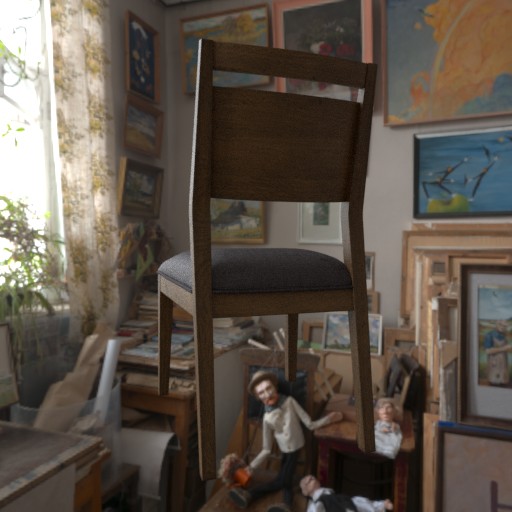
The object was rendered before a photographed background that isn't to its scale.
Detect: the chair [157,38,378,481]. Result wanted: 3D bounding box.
[{"bbox_3d":[0.000,0.000,1.265,0.501,0.939,0.610,-1,2,-18],"label":"chair"}]
